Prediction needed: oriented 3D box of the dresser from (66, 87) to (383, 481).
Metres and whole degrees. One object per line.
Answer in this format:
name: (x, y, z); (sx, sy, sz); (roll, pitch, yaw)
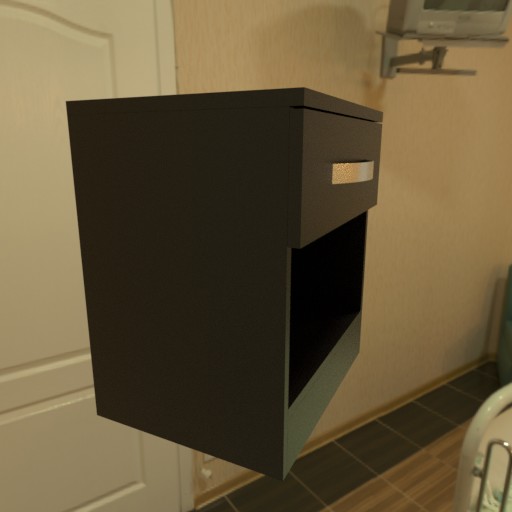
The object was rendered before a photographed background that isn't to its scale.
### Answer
dresser: (0.000, 0.000, 0.736); (0.360, 0.470, 0.400); (7, 16, 26)
